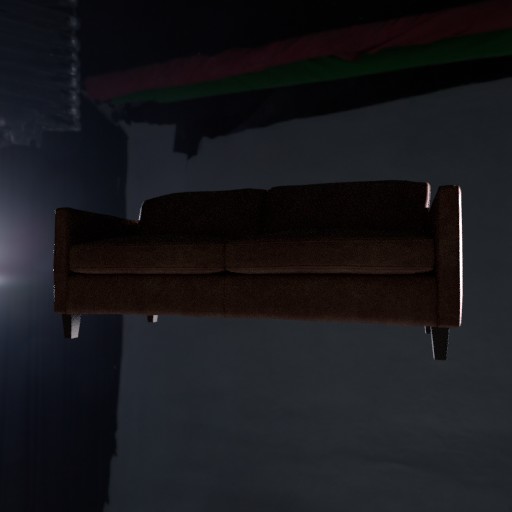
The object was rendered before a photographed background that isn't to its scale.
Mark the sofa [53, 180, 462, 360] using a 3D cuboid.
[{"bbox_3d":[0.000,0.000,2.403,1.971,0.863,0.923,-1,-2,19],"label":"sofa"}]
